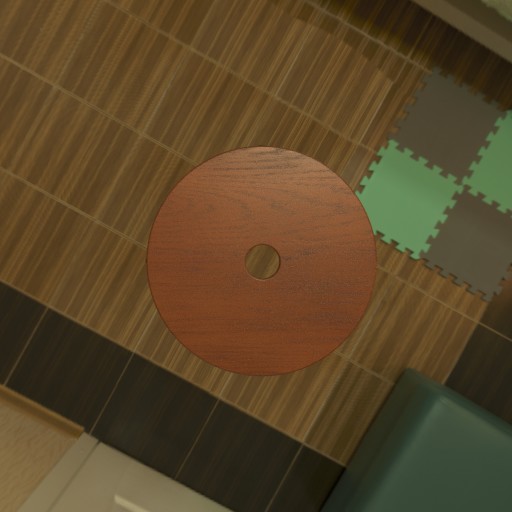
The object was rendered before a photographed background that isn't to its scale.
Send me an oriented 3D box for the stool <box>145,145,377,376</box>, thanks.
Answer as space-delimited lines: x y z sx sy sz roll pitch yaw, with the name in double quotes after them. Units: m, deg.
0.000 0.000 0.944 0.455 0.610 0.455 0 92 -2 "stool"
